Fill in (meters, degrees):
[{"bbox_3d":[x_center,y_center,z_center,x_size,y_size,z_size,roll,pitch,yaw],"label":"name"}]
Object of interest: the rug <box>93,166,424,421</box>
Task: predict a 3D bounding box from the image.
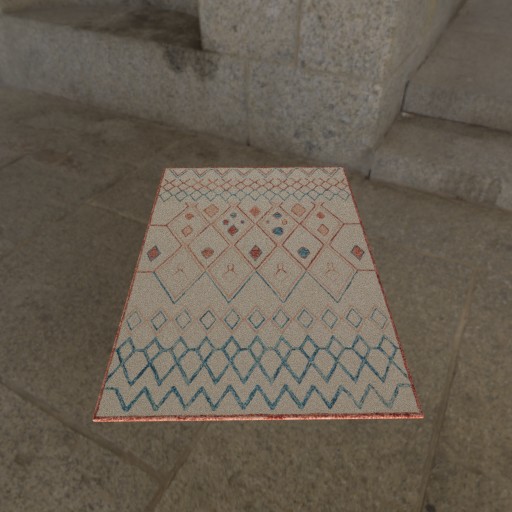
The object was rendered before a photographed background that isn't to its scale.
[{"bbox_3d":[0.000,0.000,2.317,1.219,0.016,1.829,0,41,0],"label":"rug"}]
